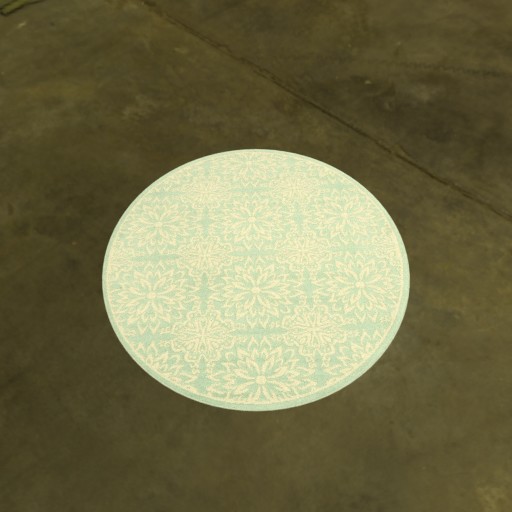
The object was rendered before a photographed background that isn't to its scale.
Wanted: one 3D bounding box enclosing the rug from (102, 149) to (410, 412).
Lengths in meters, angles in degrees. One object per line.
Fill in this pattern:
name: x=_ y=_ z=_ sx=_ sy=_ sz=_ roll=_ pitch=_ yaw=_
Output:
rug: x=0.000 y=0.000 z=2.335 sx=1.593 sy=0.012 sz=1.593 roll=0 pitch=57 yaw=0
